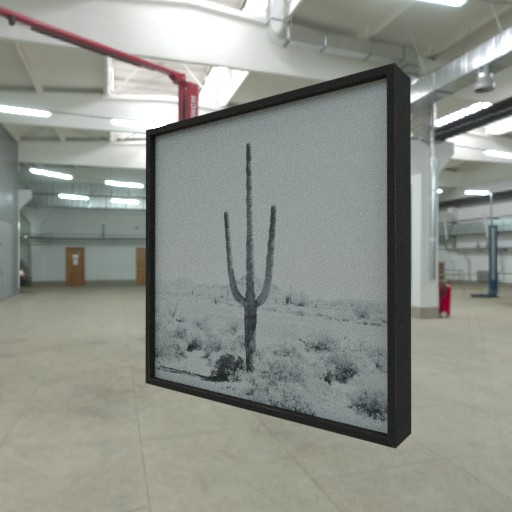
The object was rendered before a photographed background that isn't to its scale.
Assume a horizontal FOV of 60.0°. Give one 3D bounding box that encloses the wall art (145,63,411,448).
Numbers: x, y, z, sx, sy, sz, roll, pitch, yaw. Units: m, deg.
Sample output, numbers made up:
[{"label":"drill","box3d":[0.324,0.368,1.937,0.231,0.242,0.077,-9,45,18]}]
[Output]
[{"label":"wall art","box3d":[0.000,0.000,0.457,0.305,0.305,0.038,0,0,37]}]
